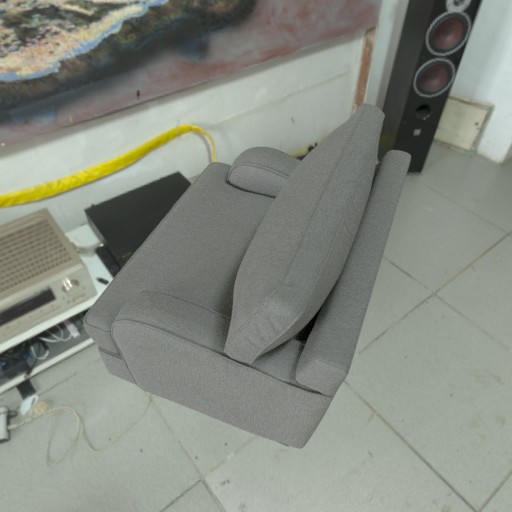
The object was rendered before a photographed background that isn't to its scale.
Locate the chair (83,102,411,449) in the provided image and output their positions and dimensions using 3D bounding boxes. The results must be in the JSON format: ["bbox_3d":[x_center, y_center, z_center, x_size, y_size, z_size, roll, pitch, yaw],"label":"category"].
[{"bbox_3d":[0.000,0.000,1.972,1.041,1.016,1.220,17,49,15],"label":"chair"}]
